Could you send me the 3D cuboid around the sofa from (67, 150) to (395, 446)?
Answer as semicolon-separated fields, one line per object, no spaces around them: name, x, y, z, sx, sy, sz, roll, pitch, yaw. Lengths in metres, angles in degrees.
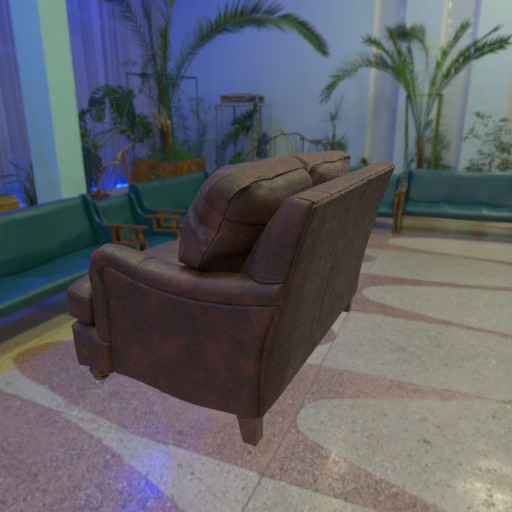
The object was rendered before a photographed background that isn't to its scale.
sofa;0.000;0.000;2.386;1.148;1.070;1.628;8;19;25
